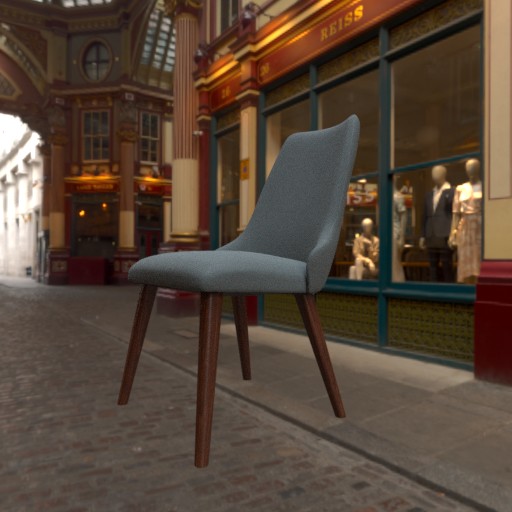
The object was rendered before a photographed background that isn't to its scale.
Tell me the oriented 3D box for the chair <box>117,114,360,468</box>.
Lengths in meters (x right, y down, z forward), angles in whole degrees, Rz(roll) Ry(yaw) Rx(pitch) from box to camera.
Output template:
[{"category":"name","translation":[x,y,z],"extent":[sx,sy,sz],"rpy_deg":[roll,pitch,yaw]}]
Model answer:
[{"category":"chair","translation":[0.000,0.000,1.377],"extent":[0.707,0.918,0.535],"rpy_deg":[0,1,-36]}]
